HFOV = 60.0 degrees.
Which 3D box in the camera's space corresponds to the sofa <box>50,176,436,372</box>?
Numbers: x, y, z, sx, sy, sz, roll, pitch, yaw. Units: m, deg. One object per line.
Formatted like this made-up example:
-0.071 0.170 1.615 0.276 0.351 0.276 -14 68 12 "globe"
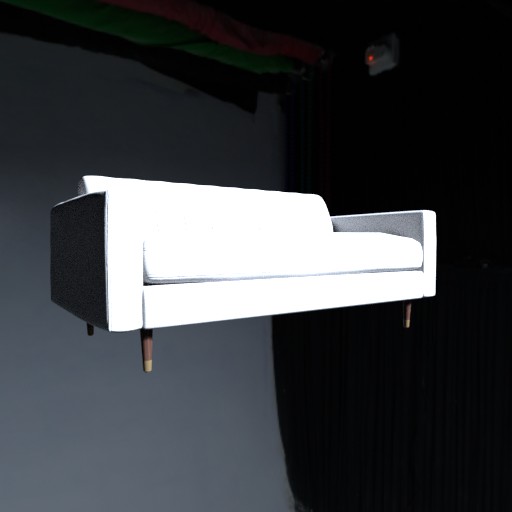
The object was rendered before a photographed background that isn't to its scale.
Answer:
0.000 0.000 2.379 1.895 0.814 0.969 -1 2 -35 "sofa"
